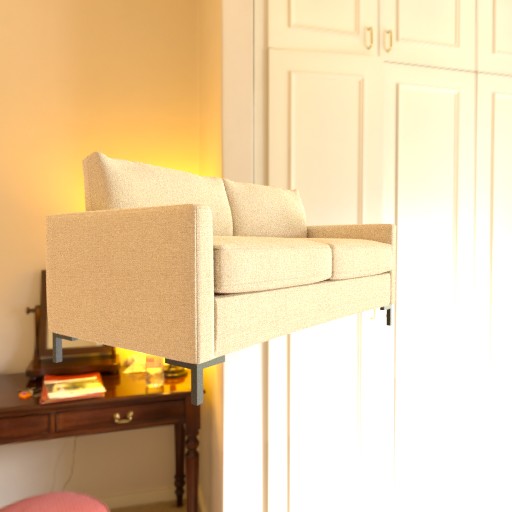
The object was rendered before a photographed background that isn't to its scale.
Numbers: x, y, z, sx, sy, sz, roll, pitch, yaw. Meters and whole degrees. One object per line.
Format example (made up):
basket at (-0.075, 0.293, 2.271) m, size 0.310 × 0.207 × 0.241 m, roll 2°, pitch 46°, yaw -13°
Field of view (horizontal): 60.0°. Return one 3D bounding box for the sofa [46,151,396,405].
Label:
sofa at (0.000, 0.000, 2.113) m, size 0.839 × 0.812 × 1.651 m, roll 1°, pitch 2°, yaw 37°
